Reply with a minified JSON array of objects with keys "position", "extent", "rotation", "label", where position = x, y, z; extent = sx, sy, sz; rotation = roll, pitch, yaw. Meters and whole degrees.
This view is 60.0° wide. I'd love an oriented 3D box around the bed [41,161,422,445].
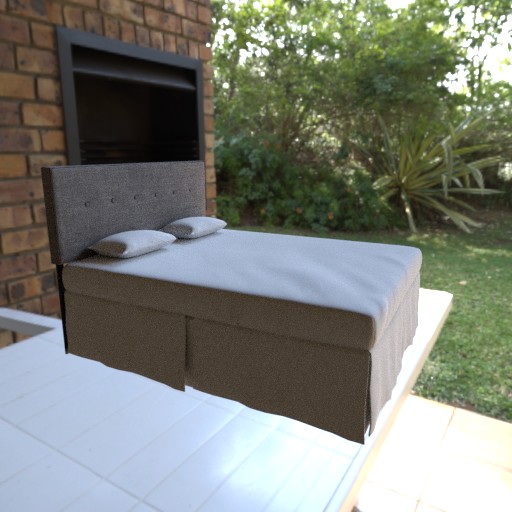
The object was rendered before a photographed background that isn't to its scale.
[{"position":[0.000,0.000,2.915],"extent":[1.958,1.168,1.621],"rotation":[7,15,26],"label":"bed"}]
